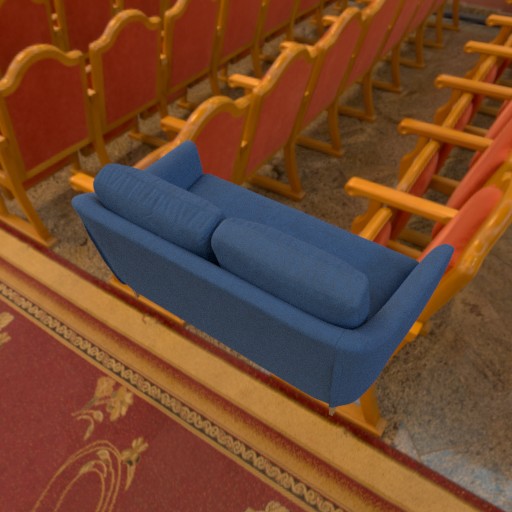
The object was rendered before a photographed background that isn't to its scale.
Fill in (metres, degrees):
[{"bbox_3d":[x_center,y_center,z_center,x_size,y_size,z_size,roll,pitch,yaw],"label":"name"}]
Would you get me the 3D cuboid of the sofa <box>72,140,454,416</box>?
[{"bbox_3d":[0.000,0.000,2.196,1.619,0.902,0.960,26,51,23],"label":"sofa"}]
